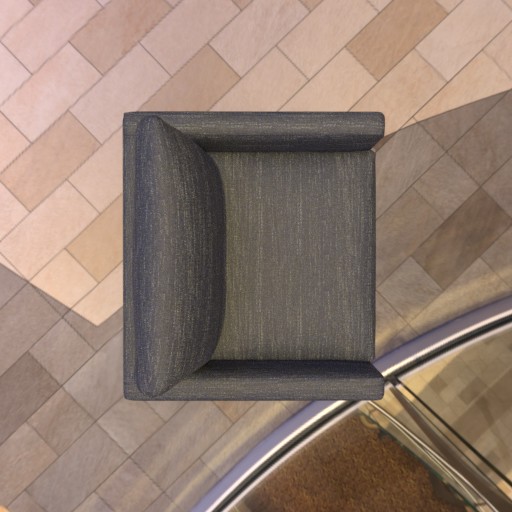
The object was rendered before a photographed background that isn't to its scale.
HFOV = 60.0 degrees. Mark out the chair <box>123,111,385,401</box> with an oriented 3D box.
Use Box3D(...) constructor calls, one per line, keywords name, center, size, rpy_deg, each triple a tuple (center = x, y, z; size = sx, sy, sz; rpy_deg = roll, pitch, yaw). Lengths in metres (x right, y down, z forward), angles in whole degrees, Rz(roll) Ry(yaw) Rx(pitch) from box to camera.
Box3D(name="chair", center=(0.000, 0.000, 1.615), size=(0.866, 0.861, 0.963), rpy_deg=(0, 90, 0))
